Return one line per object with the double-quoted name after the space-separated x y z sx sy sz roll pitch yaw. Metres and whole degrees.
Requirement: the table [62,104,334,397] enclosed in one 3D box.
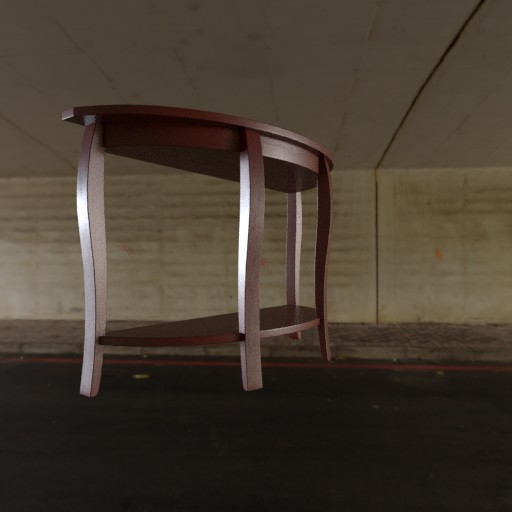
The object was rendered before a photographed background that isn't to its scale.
0.000 0.000 1.567 0.405 0.779 1.219 0 -1 37 "table"
